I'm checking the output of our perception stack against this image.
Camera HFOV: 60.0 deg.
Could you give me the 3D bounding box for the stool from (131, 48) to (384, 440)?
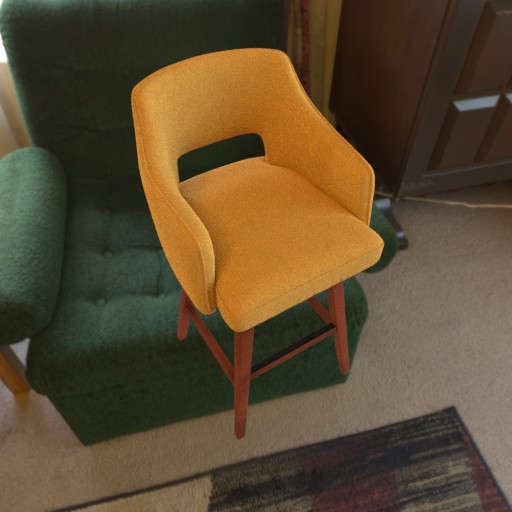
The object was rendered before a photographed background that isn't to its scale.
[{"bbox_3d":[0.000,0.000,1.338,0.548,1.012,0.558,-24,51,-21],"label":"stool"}]
